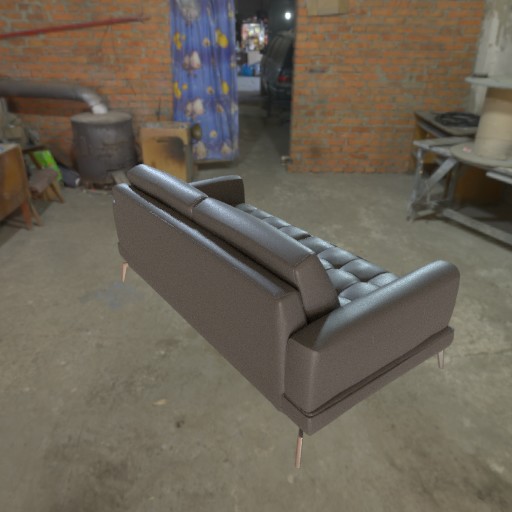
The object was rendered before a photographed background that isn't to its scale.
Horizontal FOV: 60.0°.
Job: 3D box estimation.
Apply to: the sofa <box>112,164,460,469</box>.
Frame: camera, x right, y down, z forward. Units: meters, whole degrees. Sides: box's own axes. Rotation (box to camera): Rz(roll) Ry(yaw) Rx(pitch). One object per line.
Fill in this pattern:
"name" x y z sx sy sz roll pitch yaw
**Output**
"sofa" 0.000 0.000 2.779 1.121 0.930 2.177 -18 32 -32
